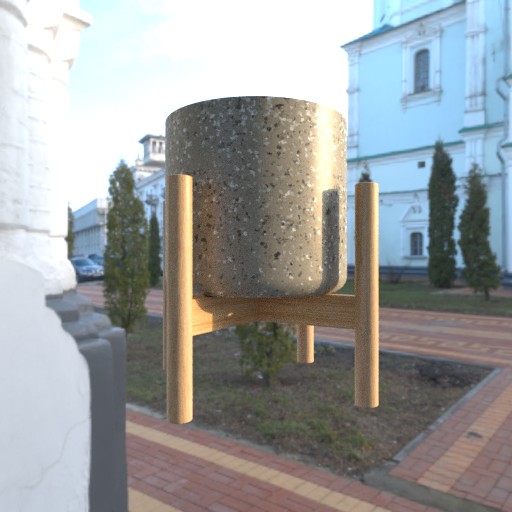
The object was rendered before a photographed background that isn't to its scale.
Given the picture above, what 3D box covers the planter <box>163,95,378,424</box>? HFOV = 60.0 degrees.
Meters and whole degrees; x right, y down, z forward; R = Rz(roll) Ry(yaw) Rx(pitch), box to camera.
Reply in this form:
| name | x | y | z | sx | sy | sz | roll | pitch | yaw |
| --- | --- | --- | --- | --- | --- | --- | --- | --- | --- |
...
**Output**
| name | x | y | z | sx | sy | sz | roll | pitch | yaw |
| --- | --- | --- | --- | --- | --- | --- | --- | --- | --- |
| planter | 0.000 | 0.000 | 0.553 | 0.284 | 0.320 | 0.284 | 0 | 0 | -35 |
